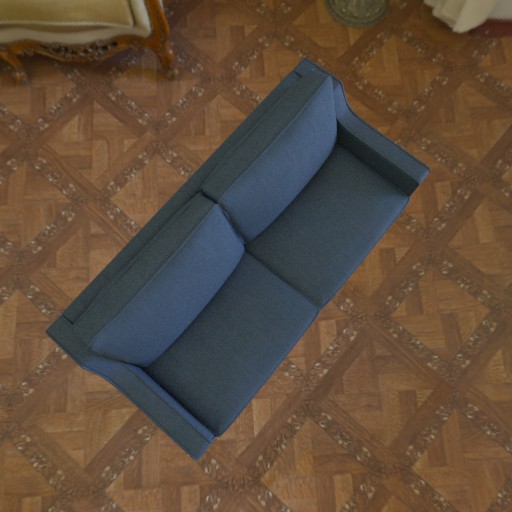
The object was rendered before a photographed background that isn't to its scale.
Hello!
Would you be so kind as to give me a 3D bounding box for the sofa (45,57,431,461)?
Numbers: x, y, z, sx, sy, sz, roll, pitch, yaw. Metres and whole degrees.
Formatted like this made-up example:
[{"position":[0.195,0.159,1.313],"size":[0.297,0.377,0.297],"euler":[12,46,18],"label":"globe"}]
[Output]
[{"position":[0.000,0.000,2.767],"size":[1.066,1.071,2.178],"euler":[39,79,9],"label":"sofa"}]
